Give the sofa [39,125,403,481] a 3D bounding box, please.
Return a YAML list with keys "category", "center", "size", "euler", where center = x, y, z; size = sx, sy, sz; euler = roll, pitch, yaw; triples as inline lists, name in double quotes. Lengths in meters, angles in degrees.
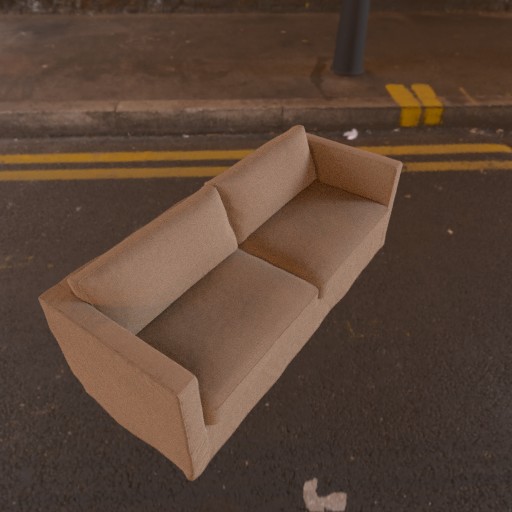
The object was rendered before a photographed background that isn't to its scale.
- category: "sofa"
  center: [0.000, 0.000, 2.766]
  size: [0.956, 0.847, 2.296]
  euler: [25, 47, 26]
